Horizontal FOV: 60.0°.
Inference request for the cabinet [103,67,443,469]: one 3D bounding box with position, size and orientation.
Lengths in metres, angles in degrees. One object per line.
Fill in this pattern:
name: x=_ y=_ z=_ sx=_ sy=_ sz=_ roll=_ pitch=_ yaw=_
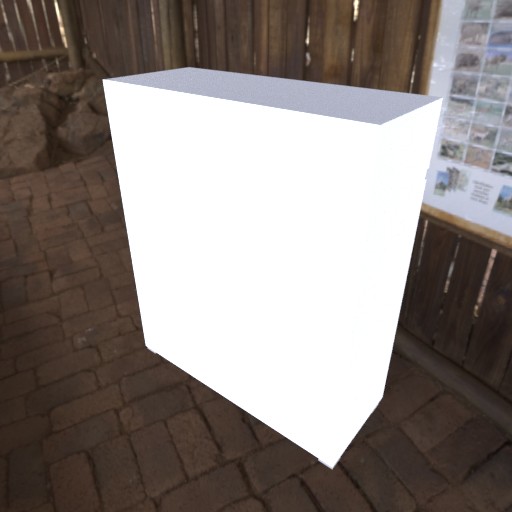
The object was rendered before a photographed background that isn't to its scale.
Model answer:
cabinet: x=0.000 y=0.000 z=1.653 sx=1.000 sy=1.190 sz=0.400 roll=22 pitch=37 yaw=33
